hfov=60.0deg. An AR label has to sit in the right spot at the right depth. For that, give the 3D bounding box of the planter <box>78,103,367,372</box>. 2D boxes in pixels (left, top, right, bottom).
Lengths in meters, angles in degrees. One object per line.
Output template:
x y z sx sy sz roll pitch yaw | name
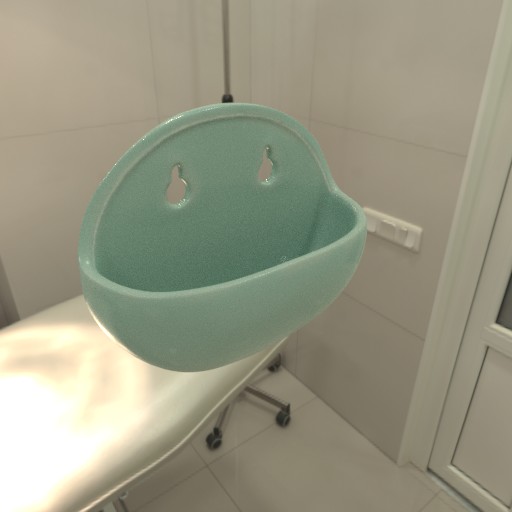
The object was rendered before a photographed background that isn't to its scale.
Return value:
0.000 0.000 0.262 0.189 0.164 0.073 -20 34 -32 | planter
